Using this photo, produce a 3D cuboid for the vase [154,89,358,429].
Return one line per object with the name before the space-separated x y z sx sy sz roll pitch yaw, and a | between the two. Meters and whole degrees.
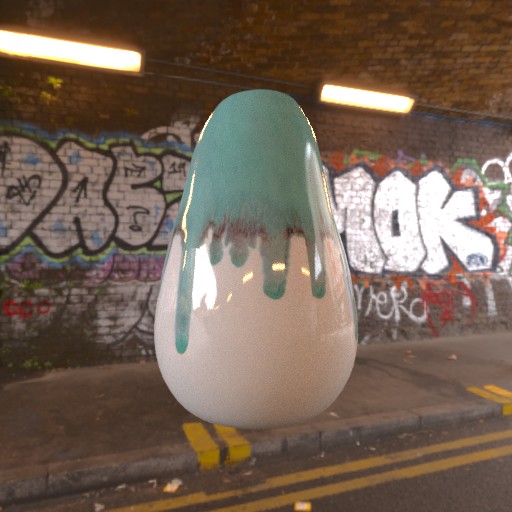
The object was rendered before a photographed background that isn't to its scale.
vase | 0.000 0.000 0.260 0.116 0.179 0.116 0 -1 0
